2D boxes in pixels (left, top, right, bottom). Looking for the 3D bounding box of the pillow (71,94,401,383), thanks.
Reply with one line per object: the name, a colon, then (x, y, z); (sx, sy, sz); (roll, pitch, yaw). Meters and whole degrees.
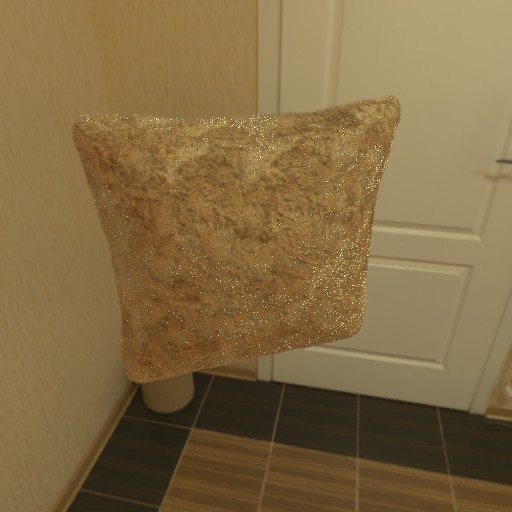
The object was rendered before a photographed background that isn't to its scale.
pillow: (0.000, 0.000, 0.800); (0.538, 0.525, 0.216); (-9, 31, -15)
